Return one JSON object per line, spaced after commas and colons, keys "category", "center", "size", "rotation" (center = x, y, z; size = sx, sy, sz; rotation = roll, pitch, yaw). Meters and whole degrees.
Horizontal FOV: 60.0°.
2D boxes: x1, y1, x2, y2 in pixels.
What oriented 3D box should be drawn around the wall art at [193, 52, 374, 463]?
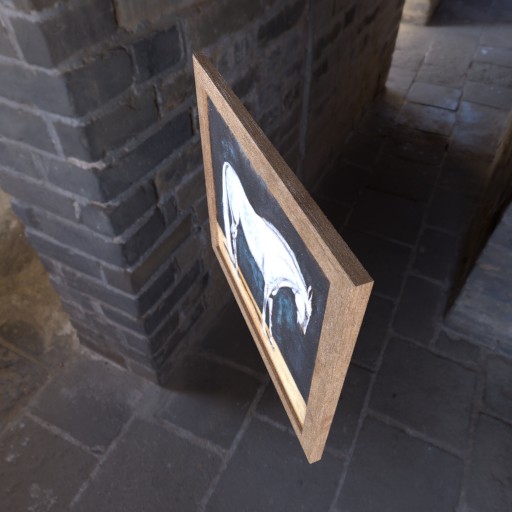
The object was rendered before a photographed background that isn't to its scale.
{"category": "wall art", "center": [0.000, 0.000, 0.944], "size": [0.026, 0.588, 0.690], "rotation": [-16, 49, -14]}
